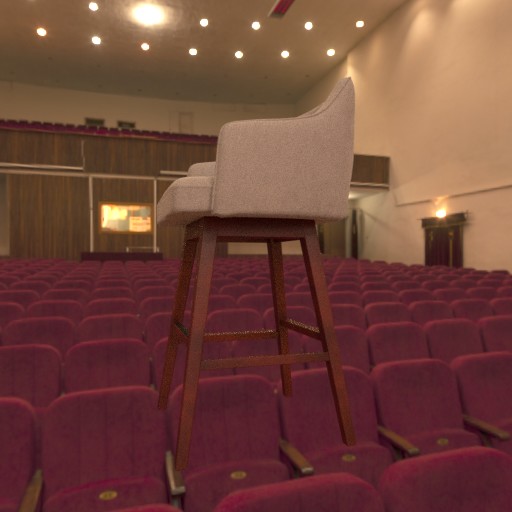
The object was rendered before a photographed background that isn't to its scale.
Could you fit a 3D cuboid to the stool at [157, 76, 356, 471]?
[{"bbox_3d":[0.000,0.000,1.348,0.558,1.012,0.548,0,-1,-18],"label":"stool"}]
